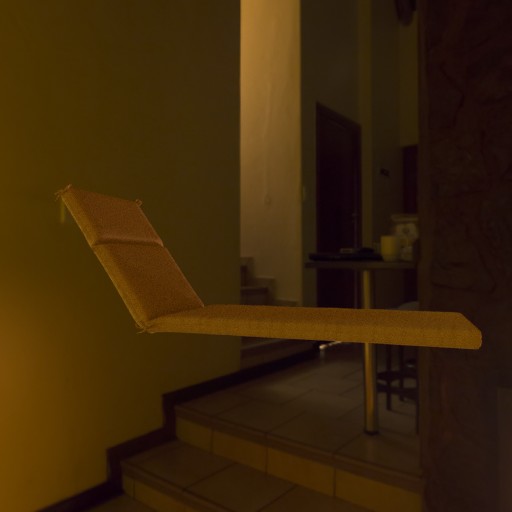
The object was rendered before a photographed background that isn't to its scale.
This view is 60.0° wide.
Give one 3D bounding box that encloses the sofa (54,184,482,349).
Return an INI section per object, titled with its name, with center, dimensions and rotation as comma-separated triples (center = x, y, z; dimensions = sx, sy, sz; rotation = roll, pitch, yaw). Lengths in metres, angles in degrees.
[sofa]
center = 0.000, 0.000, 1.890
dimensions = 1.663, 0.622, 0.582
rotation = 0, -1, 19
